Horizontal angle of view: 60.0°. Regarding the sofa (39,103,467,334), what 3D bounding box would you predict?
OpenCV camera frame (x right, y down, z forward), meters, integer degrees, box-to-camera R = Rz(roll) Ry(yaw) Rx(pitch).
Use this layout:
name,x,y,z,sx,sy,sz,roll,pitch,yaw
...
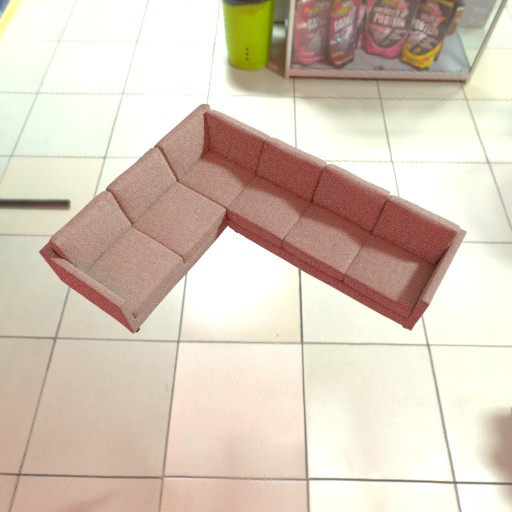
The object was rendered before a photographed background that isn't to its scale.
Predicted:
name,x,y,z,sx,sy,sz,roll,pitch,yaw
sofa,0.000,0.000,4.307,3.182,0.863,2.432,30,63,17
